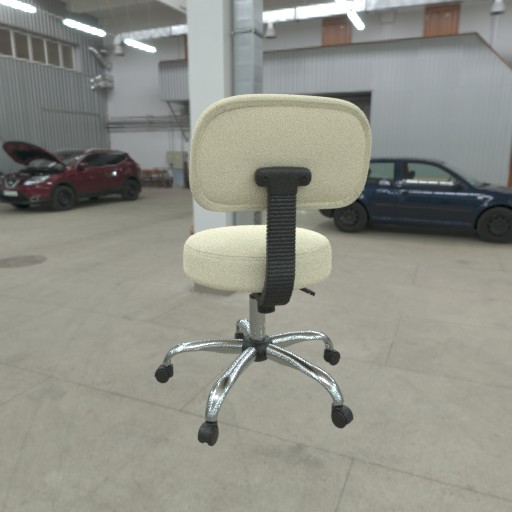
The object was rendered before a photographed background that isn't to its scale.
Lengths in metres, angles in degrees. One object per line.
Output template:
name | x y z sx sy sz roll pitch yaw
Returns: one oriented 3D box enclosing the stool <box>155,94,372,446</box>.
stool | 0.000 0.000 1.269 0.609 0.810 0.616 -3 14 -11
